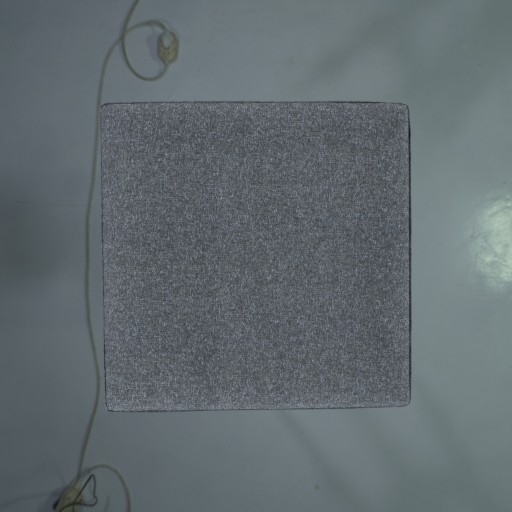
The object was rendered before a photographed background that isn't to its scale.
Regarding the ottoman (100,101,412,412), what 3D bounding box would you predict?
[{"bbox_3d":[0.000,0.000,1.603,1.021,0.423,1.017,0,91,-1],"label":"ottoman"}]
